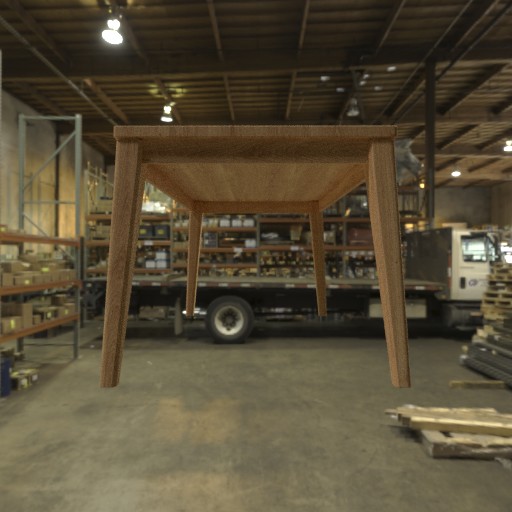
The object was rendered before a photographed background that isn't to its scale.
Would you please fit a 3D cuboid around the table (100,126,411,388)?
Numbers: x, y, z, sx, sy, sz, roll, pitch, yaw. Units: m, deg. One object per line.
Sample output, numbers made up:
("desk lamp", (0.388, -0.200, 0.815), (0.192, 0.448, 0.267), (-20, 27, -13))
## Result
("table", (0.000, 0.000, 2.071), (0.900, 0.760, 1.600), (0, 0, 0))
